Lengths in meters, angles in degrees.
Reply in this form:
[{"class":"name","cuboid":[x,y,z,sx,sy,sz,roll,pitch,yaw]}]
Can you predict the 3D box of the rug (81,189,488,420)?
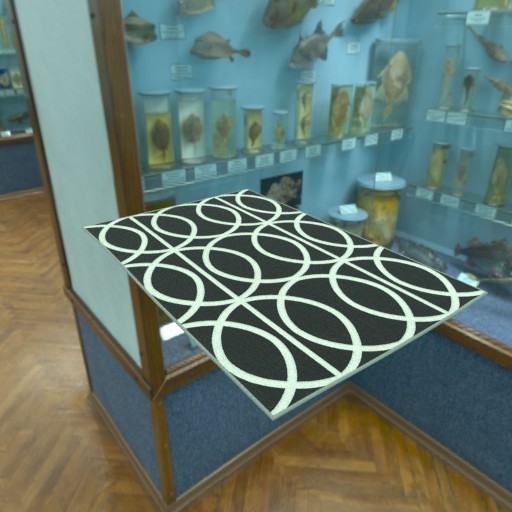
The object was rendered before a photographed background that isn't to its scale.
[{"class":"rug","cuboid":[0.000,0.000,2.861,1.526,0.014,2.290,-18,32,-32]}]
